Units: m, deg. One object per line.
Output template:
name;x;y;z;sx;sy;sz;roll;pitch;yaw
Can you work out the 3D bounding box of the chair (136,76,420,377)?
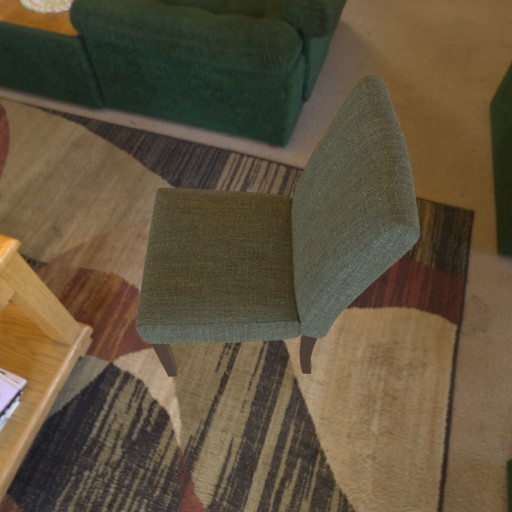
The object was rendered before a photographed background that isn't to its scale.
chair;0.000;0.000;1.272;0.629;0.884;0.487;0;58;0
